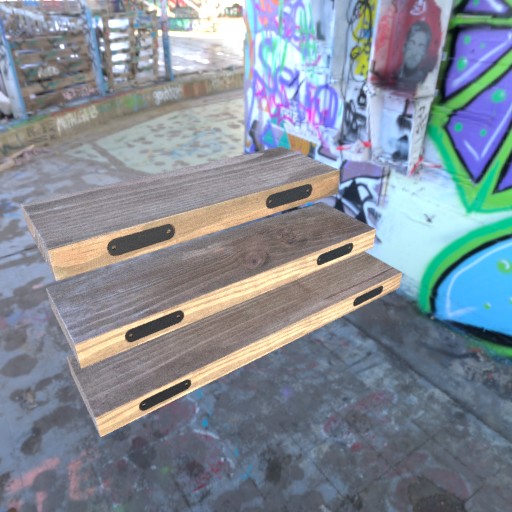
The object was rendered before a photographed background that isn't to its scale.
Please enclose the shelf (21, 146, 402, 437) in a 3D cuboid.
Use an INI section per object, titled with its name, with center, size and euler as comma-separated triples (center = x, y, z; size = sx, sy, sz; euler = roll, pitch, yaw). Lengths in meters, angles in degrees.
[shelf]
center = 0.000, 0.000, 0.721
size = 0.610, 0.293, 0.140
euler = -20, 36, -29
